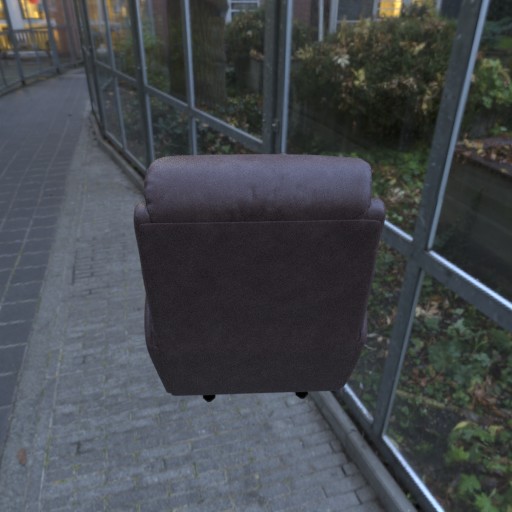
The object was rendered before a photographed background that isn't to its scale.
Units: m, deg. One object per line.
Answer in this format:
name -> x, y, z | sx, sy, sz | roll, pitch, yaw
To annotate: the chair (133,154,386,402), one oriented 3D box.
chair -> 0.000, 0.000, 1.812 | 0.865, 1.067, 1.067 | -1, 29, -2
